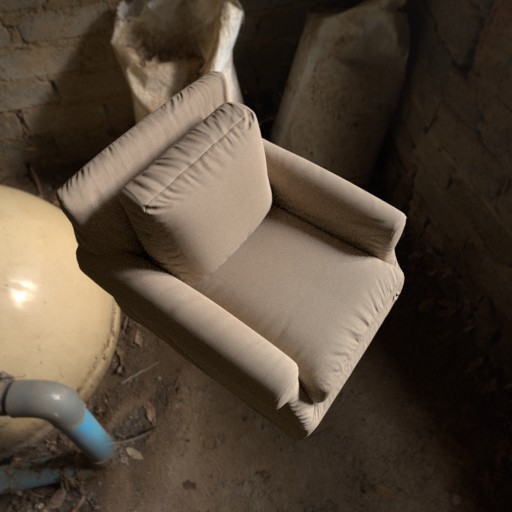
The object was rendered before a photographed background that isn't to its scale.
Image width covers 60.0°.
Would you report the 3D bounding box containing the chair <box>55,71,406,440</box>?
[{"bbox_3d":[0.000,0.000,1.754,1.066,0.866,0.940,31,62,19],"label":"chair"}]
